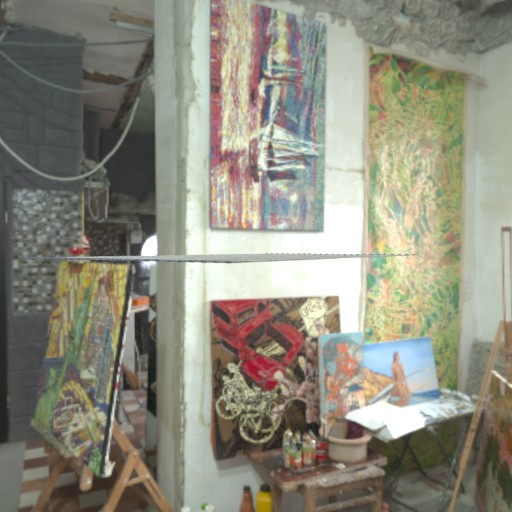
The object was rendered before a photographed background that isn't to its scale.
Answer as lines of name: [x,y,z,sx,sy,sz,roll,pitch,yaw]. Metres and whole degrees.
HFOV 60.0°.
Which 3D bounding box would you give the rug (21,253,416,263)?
rug: [0.000,0.000,2.581,1.248,0.009,2.108,1,1,35]
